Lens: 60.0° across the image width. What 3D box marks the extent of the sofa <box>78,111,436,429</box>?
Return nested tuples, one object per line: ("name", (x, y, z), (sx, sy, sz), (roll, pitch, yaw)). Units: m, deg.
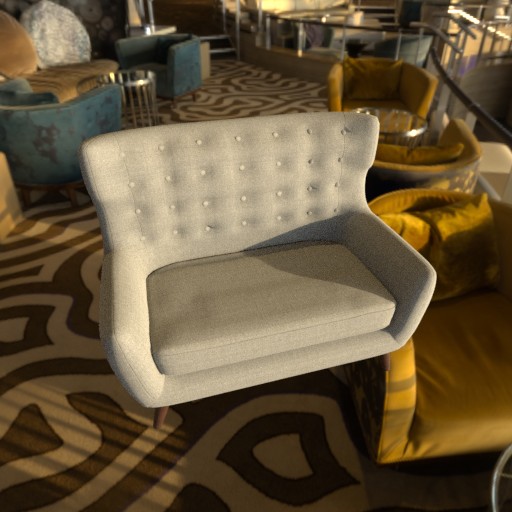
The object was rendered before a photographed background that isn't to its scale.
("sofa", (0.000, 0.000, 2.014), (1.386, 1.028, 0.884), (-10, 35, -14))
